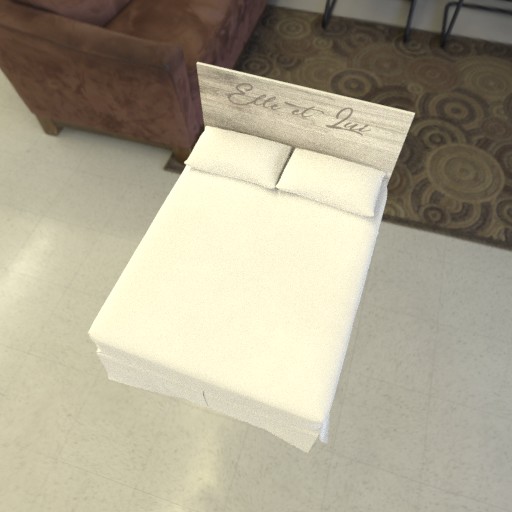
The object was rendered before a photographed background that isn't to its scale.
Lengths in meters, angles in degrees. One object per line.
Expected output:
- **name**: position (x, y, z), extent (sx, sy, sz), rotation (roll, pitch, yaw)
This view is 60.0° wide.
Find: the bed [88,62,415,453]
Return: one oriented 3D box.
- **bed**: position (0.000, 0.000, 3.187), extent (1.745, 1.335, 2.094), rotation (17, 60, 10)
